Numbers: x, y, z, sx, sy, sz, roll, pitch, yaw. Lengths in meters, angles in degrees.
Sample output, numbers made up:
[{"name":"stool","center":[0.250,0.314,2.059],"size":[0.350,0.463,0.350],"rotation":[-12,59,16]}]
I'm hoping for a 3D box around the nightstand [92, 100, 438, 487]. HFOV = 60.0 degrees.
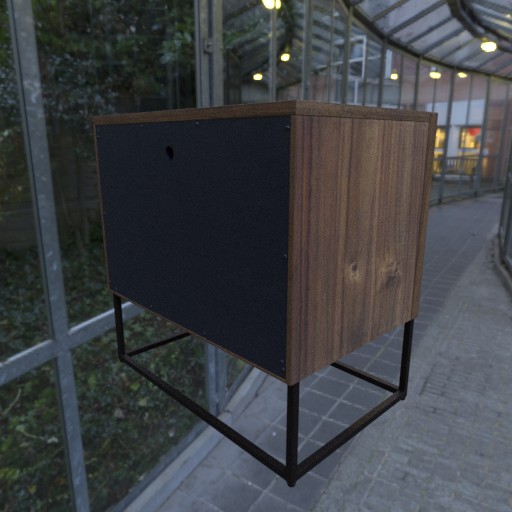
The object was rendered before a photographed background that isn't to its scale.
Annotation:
[{"name":"nightstand","center":[0.000,0.000,1.004],"size":[0.437,0.610,0.610],"rotation":[-14,20,-42]}]
